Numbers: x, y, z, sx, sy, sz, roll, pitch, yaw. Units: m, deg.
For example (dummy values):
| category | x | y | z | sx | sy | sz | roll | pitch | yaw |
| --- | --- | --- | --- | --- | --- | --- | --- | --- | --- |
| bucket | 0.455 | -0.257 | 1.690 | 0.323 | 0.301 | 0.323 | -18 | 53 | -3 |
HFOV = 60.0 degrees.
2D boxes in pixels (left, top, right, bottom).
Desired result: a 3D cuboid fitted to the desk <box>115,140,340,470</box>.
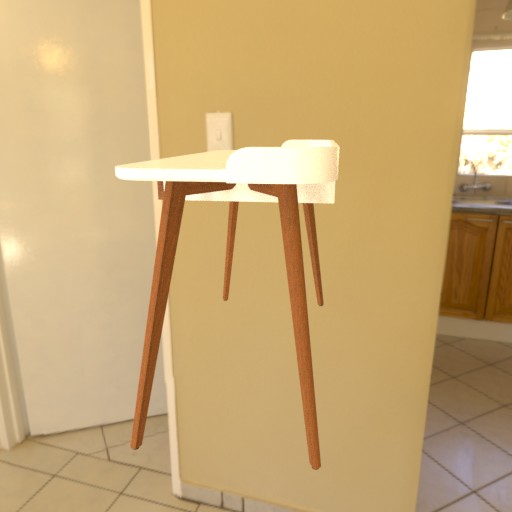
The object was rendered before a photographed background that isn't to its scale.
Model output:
| category | x | y | z | sx | sy | sz | roll | pitch | yaw |
| --- | --- | --- | --- | --- | --- | --- | --- | --- | --- |
| desk | 0.000 | 0.000 | 1.618 | 0.534 | 0.807 | 1.206 | 2 | 16 | 8 |
